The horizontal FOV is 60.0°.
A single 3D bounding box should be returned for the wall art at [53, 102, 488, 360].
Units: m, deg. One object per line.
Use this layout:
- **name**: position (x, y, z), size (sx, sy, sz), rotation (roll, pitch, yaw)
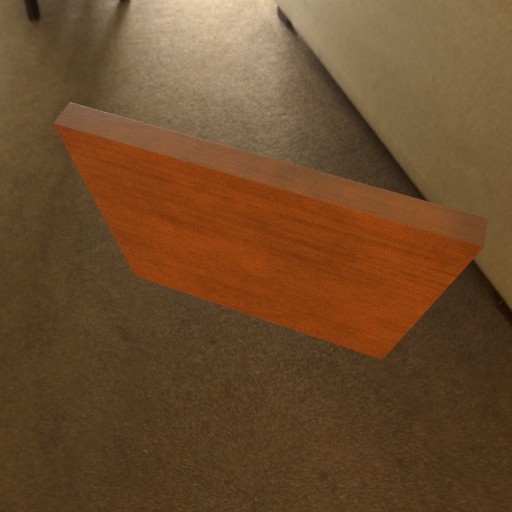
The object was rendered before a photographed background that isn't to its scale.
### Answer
- **wall art**: position (0.000, 0.000, 0.540), size (0.401, 0.328, 0.030), rotation (18, 63, 9)
